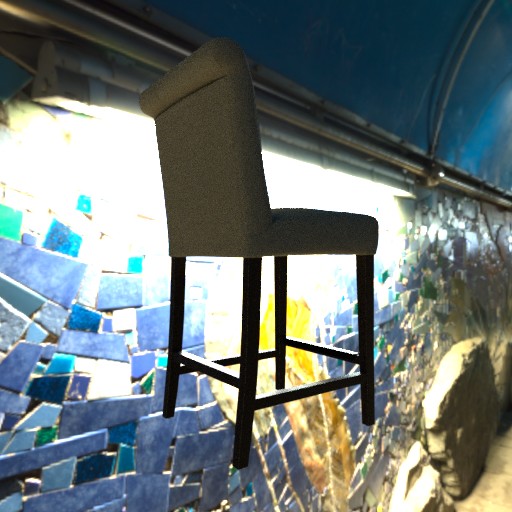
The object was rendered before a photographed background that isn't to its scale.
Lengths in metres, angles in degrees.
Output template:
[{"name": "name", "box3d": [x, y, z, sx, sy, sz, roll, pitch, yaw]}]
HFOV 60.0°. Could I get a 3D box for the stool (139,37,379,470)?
[{"name": "stool", "box3d": [0.000, 0.000, 1.370, 0.601, 1.040, 0.493, 0, 0, -36]}]
